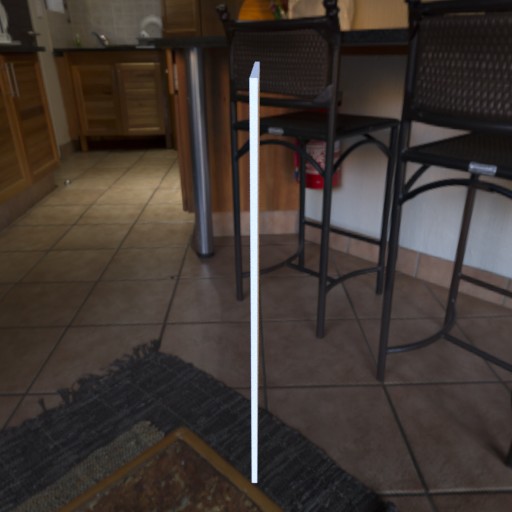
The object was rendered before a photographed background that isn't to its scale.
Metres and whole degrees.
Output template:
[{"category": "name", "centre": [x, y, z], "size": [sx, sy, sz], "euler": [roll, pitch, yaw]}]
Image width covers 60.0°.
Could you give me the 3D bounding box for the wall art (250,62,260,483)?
[{"category": "wall art", "centre": [0.000, 0.000, 1.200], "size": [0.013, 0.940, 0.659], "euler": [0, 26, 1]}]
